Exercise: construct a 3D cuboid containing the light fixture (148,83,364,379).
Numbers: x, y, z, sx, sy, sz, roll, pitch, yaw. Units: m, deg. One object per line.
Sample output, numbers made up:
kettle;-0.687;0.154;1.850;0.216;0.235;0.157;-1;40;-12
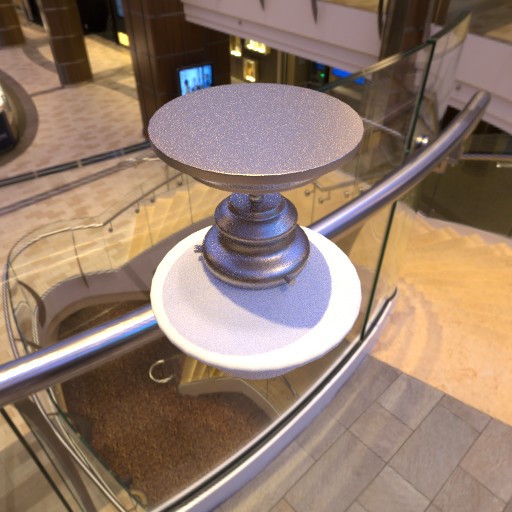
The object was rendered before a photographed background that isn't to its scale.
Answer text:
light fixture;0.000;0.000;0.398;0.199;0.254;0.199;0;40;0
